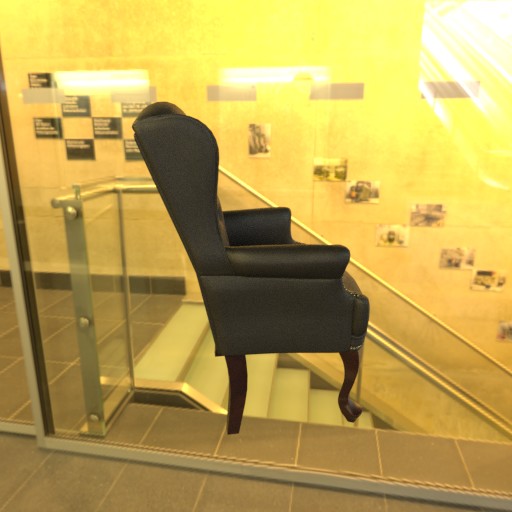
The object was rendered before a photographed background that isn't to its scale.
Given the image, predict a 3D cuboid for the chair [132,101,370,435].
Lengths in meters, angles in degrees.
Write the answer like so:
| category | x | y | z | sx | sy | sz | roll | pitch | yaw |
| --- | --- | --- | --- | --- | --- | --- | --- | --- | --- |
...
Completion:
| category | x | y | z | sx | sy | sz | roll | pitch | yaw |
| --- | --- | --- | --- | --- | --- | --- | --- | --- | --- |
| chair | 0.000 | 0.000 | 1.730 | 0.822 | 1.133 | 0.831 | -3 | 16 | -9 |
